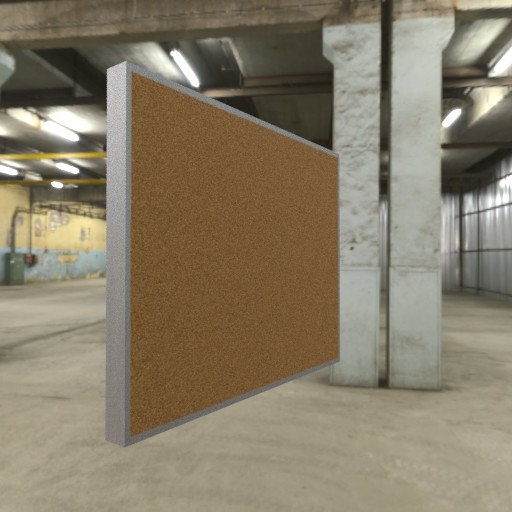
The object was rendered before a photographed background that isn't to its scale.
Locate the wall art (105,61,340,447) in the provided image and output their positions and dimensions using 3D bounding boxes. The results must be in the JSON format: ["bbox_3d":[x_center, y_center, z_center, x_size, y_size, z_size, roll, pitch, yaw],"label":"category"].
[{"bbox_3d":[0.000,0.000,0.750,0.037,0.450,0.557,-1,-1,37],"label":"wall art"}]
